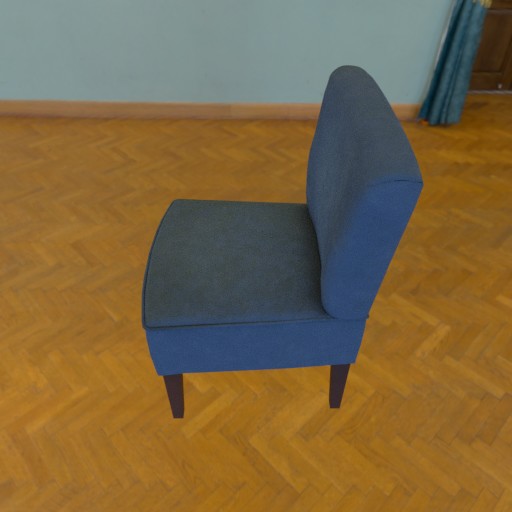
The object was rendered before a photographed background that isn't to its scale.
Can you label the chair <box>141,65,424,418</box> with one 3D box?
[{"bbox_3d":[0.000,0.000,1.149,0.551,0.806,0.521,0,42,0],"label":"chair"}]
